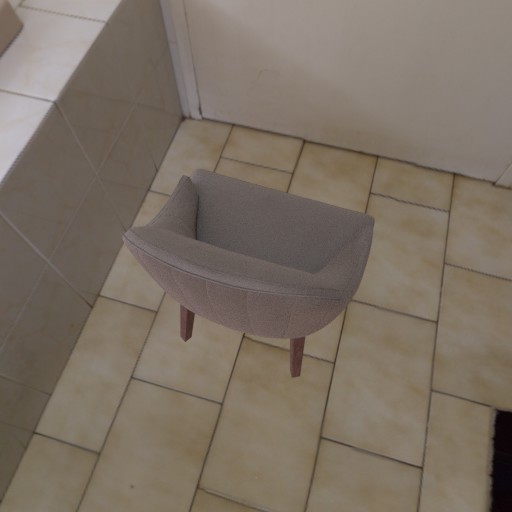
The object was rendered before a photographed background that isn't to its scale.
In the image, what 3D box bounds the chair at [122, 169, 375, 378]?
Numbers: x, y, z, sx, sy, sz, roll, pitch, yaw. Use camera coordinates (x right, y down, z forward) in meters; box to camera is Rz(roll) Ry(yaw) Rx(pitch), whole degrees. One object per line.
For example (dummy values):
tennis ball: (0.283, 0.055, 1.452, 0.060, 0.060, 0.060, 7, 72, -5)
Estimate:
chair: (0.000, 0.000, 1.309, 0.643, 0.889, 0.575, 17, 65, 8)
